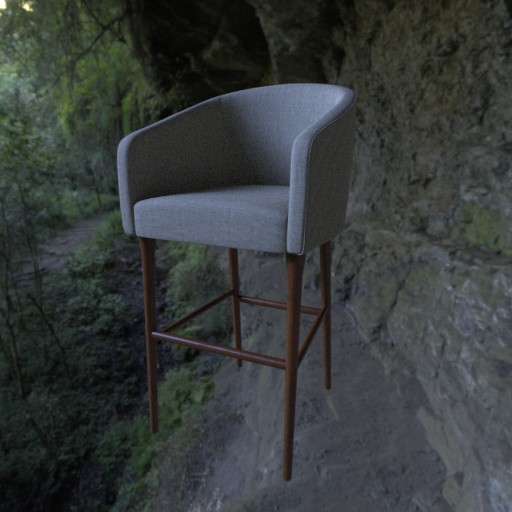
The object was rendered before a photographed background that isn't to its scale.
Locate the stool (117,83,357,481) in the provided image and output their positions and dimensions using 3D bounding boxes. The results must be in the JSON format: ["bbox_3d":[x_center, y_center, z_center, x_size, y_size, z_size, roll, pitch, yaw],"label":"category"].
[{"bbox_3d":[0.000,0.000,1.399,0.559,1.078,0.607,7,16,26],"label":"stool"}]
